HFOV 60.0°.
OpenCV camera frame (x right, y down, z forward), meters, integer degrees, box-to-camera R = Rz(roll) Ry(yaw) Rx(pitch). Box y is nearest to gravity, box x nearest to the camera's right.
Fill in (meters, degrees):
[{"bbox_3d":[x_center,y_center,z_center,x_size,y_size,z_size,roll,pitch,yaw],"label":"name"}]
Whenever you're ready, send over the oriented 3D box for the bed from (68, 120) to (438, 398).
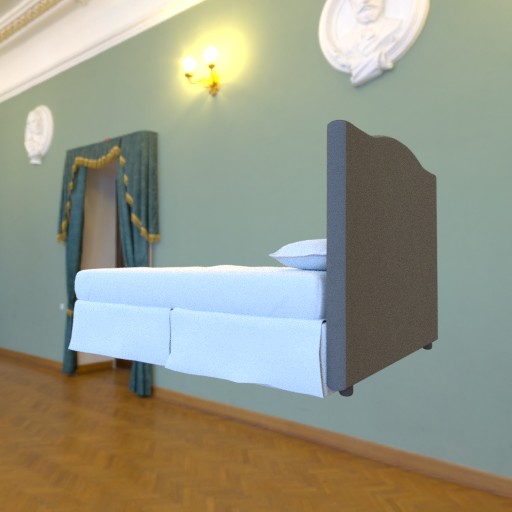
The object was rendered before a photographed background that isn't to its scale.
[{"bbox_3d":[0.000,0.000,3.456,2.282,1.436,1.821,-1,-1,36],"label":"bed"}]
